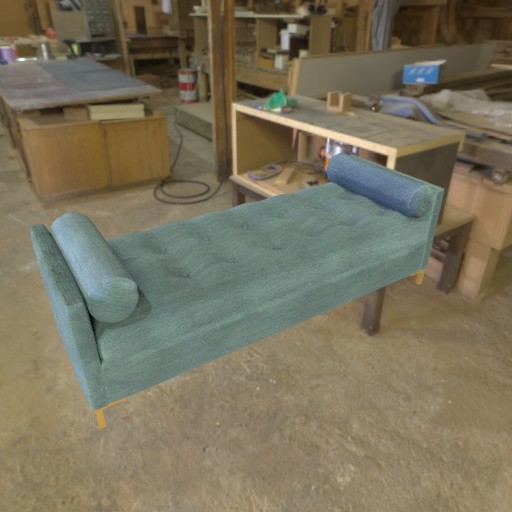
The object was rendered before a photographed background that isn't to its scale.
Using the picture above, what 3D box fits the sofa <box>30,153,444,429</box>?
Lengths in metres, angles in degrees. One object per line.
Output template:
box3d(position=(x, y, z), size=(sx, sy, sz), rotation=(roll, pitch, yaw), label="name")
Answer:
box3d(position=(0.000, 0.000, 2.460), size=(2.102, 0.705, 0.796), rotation=(-18, 35, -28), label="sofa")
